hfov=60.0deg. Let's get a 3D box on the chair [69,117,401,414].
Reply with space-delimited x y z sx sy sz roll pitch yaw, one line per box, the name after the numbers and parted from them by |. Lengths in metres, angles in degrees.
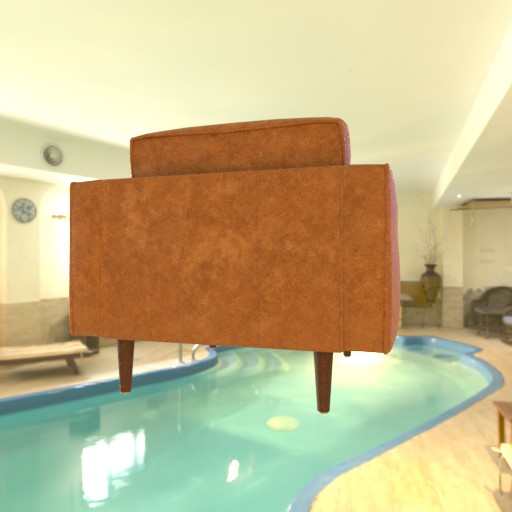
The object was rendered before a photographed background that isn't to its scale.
0.000 0.000 1.496 0.928 0.767 0.798 0 0 17 | chair
